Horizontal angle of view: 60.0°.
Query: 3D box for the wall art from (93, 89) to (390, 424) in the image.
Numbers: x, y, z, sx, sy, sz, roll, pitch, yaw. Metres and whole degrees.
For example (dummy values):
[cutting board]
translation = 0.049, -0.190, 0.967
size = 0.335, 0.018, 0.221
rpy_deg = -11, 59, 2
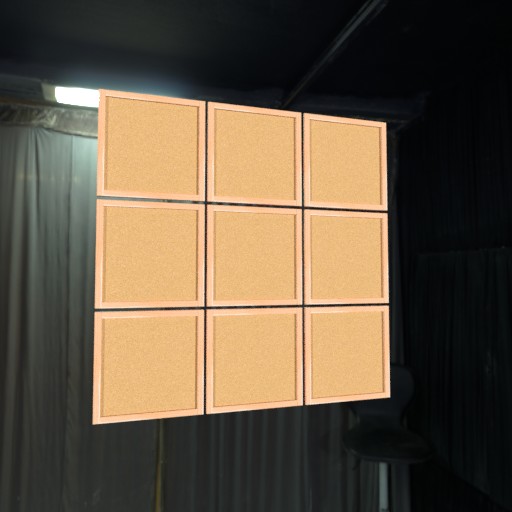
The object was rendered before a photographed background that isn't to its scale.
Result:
[wall art]
translation = 0.000, 0.000, 1.339
size = 0.911, 0.910, 0.012
rpy_deg = 1, -3, -17
